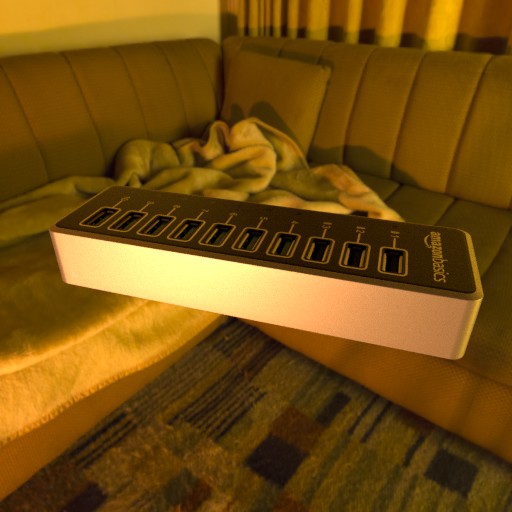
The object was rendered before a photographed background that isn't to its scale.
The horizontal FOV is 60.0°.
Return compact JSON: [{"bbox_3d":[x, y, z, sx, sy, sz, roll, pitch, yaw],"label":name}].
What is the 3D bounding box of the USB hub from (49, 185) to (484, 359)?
[{"bbox_3d":[0.000,0.000,0.163,0.145,0.023,0.044,9,33,14],"label":"USB hub"}]
